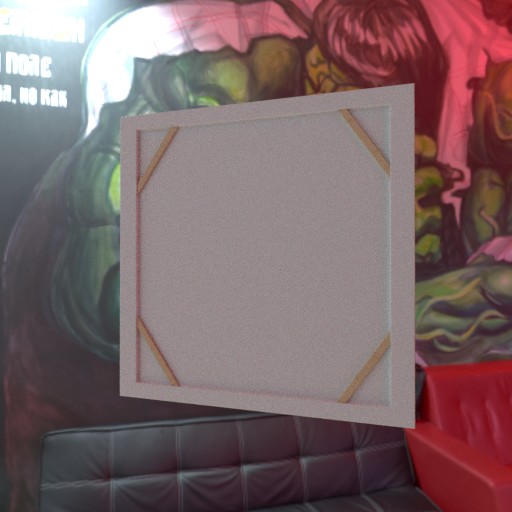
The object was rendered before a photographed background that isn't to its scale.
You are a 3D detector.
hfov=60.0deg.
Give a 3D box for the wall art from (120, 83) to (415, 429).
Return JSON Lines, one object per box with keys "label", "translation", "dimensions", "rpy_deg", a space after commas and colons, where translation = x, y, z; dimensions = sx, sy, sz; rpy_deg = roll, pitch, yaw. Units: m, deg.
{"label": "wall art", "translation": [0.000, 0.000, 0.602], "dimensions": [0.405, 0.407, 0.038], "rpy_deg": [0, 0, 18]}
